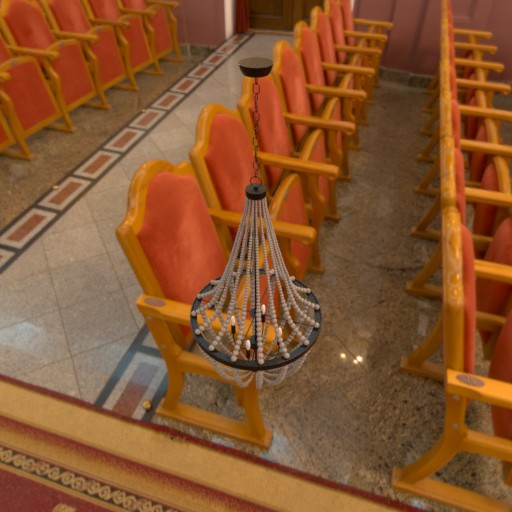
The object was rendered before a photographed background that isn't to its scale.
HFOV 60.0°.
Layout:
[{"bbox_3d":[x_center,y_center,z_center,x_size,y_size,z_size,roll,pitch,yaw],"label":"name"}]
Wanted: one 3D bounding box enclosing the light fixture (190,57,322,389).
[{"bbox_3d":[0.000,0.000,1.358,0.450,1.133,0.450,0,40,0],"label":"light fixture"}]
